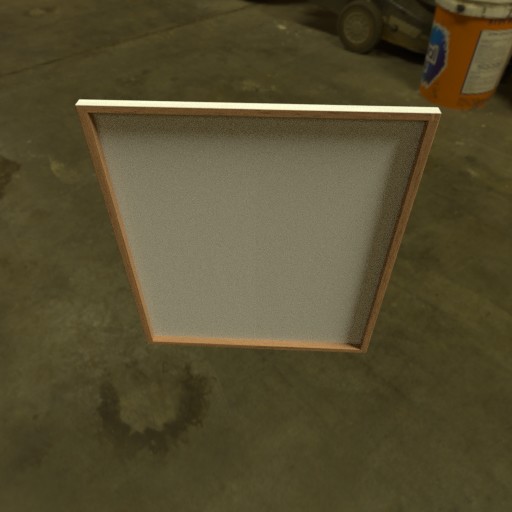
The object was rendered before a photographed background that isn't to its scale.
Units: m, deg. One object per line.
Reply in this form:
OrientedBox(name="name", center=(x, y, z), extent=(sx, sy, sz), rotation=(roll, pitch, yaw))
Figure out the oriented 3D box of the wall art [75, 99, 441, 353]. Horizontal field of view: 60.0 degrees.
OrientedBox(name="wall art", center=(0.000, 0.000, 0.994), extent=(0.609, 0.710, 0.021), rotation=(2, 45, 2))
